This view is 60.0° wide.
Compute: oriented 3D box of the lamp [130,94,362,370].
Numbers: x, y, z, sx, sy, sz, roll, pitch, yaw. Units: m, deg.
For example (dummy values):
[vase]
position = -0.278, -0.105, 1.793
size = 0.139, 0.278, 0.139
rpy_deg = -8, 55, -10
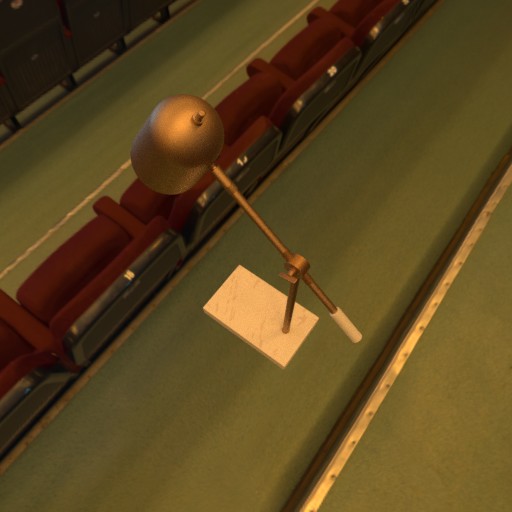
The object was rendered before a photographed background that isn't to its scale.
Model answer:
[lamp]
position = 0.000, 0.000, 0.816
size = 0.471, 0.603, 0.144
rpy_deg = 33, 67, 16
